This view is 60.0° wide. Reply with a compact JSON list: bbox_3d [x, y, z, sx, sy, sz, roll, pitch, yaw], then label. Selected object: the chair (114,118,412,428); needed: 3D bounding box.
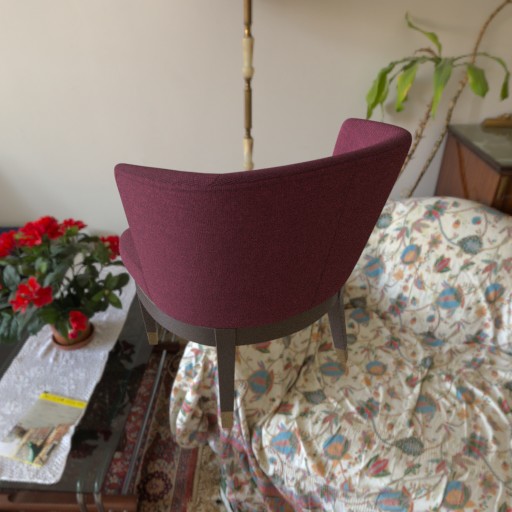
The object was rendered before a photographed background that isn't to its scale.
[{"bbox_3d":[0.000,0.000,1.258,0.700,0.760,0.660,-20,36,-29],"label":"chair"}]
